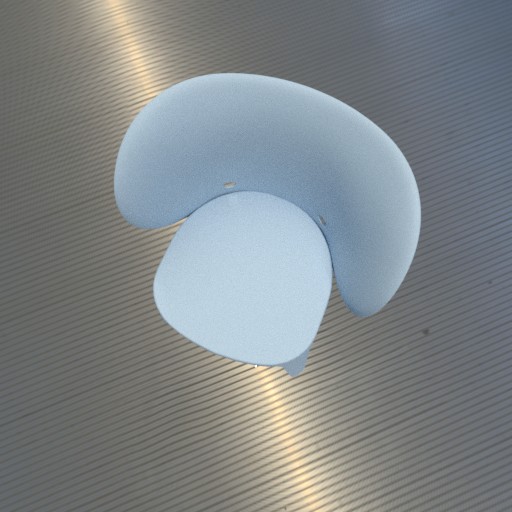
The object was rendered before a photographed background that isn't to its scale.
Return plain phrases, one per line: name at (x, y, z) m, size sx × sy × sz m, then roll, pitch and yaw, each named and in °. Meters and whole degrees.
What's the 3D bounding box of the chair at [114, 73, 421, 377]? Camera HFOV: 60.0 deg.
chair at (0.000, 0.000, 0.861) m, size 0.451 × 0.554 × 0.402 m, roll 22°, pitch 77°, yaw 5°
